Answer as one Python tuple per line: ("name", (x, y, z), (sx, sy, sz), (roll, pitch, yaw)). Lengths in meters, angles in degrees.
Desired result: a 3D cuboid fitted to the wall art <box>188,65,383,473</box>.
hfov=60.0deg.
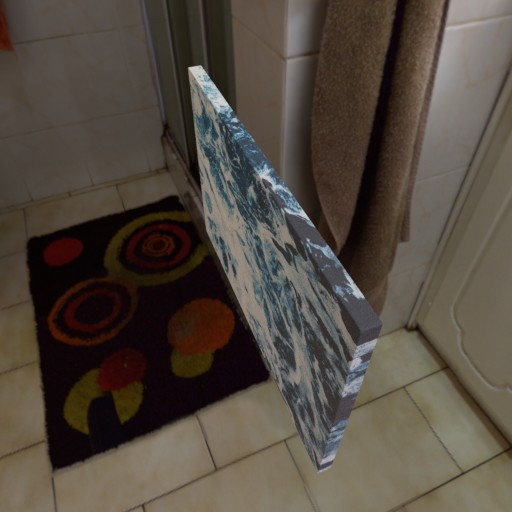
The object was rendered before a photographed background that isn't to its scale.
("wall art", (0.000, 0.000, 1.140), (0.042, 0.610, 0.915), (-16, 49, -14))
